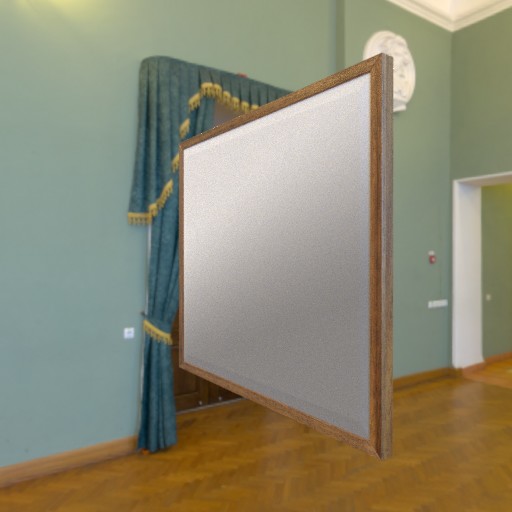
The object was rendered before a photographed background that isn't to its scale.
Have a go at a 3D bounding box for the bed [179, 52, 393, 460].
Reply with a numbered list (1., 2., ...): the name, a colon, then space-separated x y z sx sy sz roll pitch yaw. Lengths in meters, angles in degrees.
1. bed: 0.000 0.000 1.452 0.043 0.940 1.041 0 0 -36
